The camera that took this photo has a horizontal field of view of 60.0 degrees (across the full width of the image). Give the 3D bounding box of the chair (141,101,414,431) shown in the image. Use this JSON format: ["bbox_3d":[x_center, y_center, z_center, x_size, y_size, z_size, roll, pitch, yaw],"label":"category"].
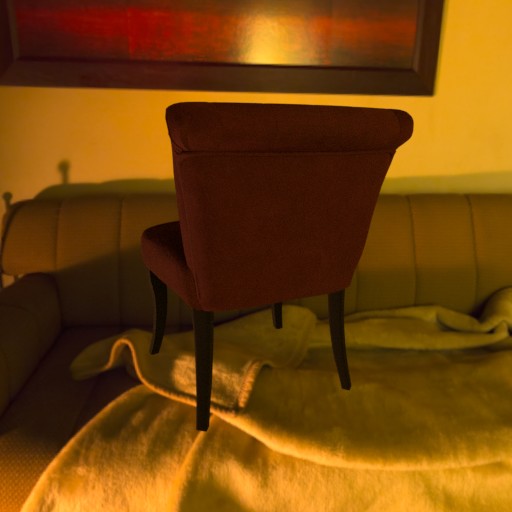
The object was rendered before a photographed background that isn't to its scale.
[{"bbox_3d":[0.000,0.000,1.207,0.582,0.750,0.605,-7,16,-25],"label":"chair"}]
